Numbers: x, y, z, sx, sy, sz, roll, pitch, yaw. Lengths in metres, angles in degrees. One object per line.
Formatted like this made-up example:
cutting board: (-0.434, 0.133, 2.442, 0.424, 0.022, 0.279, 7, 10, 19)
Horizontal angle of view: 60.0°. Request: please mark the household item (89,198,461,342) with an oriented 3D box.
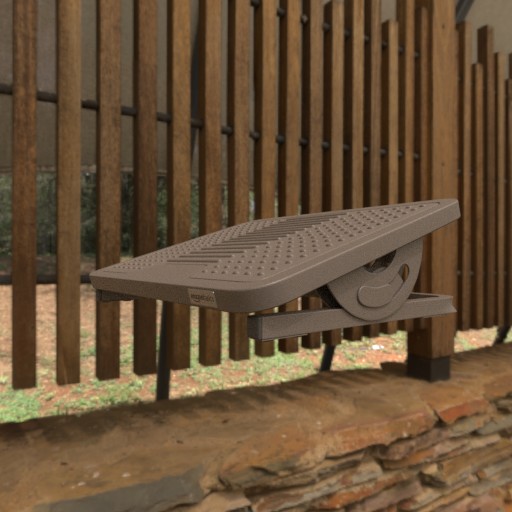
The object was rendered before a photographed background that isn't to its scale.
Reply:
household item: (0.000, 0.000, 0.543, 0.301, 0.126, 0.390, 0, 0, -37)
